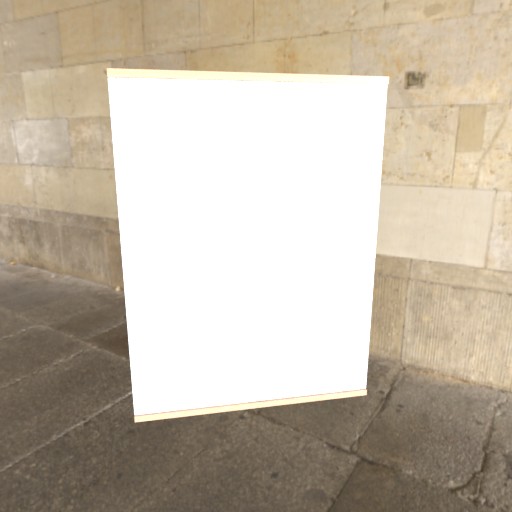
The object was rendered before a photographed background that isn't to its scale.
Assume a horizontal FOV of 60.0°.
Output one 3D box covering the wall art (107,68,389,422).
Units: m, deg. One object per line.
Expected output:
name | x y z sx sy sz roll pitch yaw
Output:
wall art | 0.000 0.000 0.791 0.459 0.608 0.012 -3 15 -11
